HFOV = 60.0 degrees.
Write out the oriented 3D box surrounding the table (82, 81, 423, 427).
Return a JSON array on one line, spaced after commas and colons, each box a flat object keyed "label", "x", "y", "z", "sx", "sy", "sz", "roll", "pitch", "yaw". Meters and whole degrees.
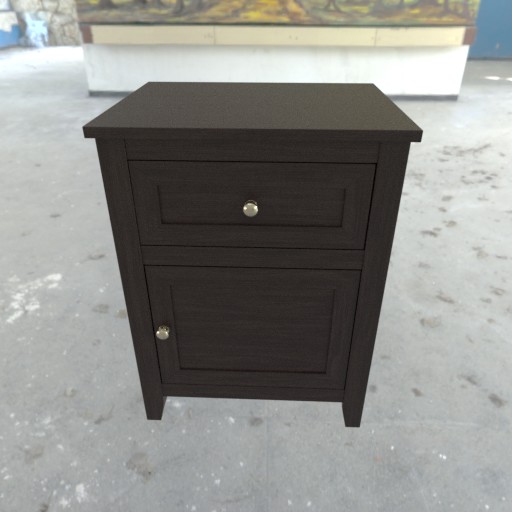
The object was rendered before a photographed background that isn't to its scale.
[{"label": "table", "x": 0.000, "y": 0.000, "z": 0.943, "sx": 0.480, "sy": 0.635, "sz": 0.381, "roll": 1, "pitch": 31, "yaw": 2}]
